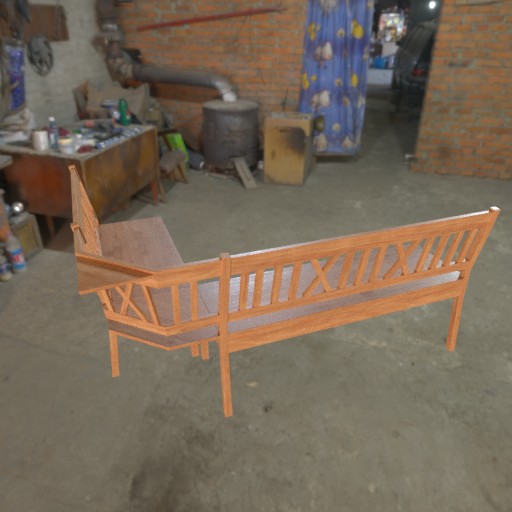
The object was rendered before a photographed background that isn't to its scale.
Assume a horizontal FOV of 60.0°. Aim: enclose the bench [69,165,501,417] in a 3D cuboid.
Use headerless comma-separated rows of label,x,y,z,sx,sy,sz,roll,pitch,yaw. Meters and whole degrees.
bench,0.000,0.000,2.671,1.937,0.902,1.537,-10,29,-19
